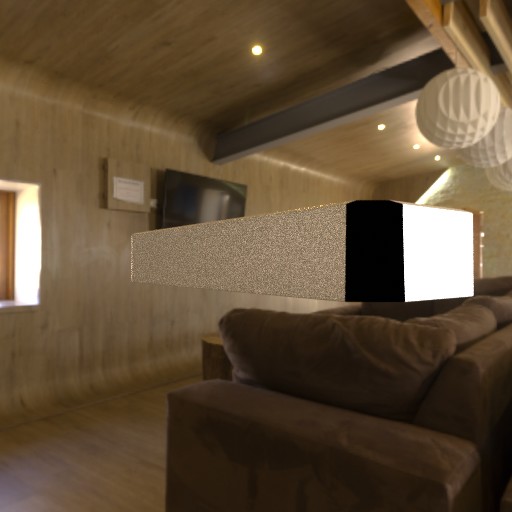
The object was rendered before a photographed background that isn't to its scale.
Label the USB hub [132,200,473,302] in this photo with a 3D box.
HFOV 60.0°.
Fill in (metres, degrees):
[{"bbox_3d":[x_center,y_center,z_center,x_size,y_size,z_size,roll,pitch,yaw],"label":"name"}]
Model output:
[{"bbox_3d":[0.000,0.000,0.165,0.044,0.023,0.145,1,-1,-36],"label":"USB hub"}]
